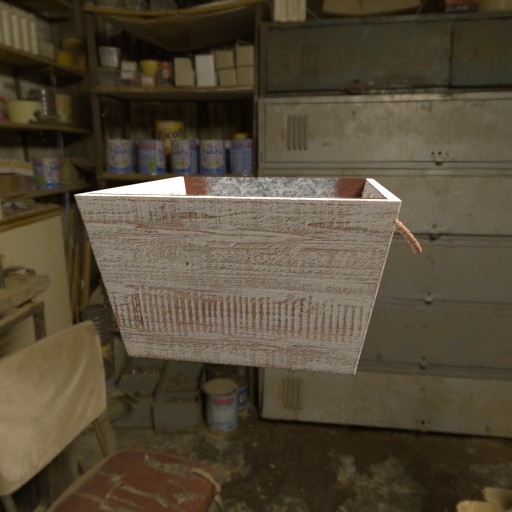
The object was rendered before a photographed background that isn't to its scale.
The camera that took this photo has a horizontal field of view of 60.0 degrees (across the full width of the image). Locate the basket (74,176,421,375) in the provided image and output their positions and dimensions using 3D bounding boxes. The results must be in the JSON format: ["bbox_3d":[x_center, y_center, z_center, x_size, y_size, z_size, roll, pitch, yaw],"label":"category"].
[{"bbox_3d":[0.000,0.000,0.772,0.545,0.247,0.413,2,14,10],"label":"basket"}]
